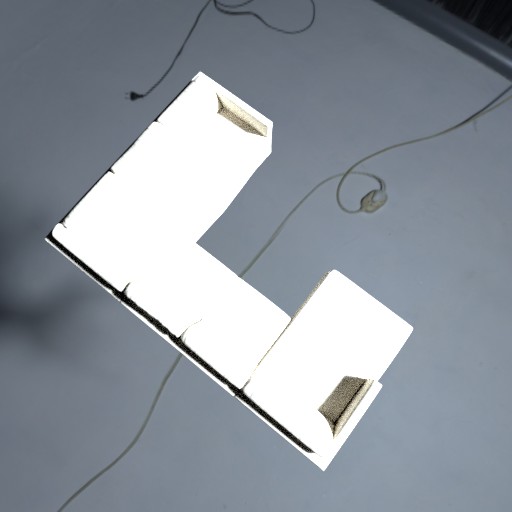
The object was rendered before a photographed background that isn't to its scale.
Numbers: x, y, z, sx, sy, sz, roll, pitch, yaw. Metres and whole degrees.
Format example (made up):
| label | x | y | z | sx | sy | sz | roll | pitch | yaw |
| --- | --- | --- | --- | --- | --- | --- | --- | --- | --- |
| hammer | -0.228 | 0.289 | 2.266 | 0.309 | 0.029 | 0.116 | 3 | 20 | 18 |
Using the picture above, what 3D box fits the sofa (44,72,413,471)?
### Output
| label | x | y | z | sx | sy | sz | roll | pitch | yaw |
| --- | --- | --- | --- | --- | --- | --- | --- | --- | --- |
| sofa | 0.000 | 0.000 | 4.588 | 3.464 | 0.882 | 2.448 | 37 | 79 | 8 |
